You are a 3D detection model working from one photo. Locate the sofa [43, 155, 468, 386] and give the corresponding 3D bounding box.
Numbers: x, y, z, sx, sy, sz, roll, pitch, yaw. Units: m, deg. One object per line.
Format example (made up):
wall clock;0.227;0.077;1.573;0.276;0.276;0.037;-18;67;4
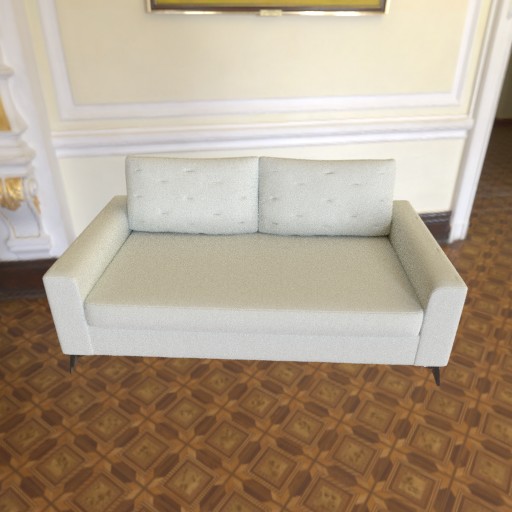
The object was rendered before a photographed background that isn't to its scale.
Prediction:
sofa;0.000;0.000;2.117;1.650;0.790;0.920;1;29;2
